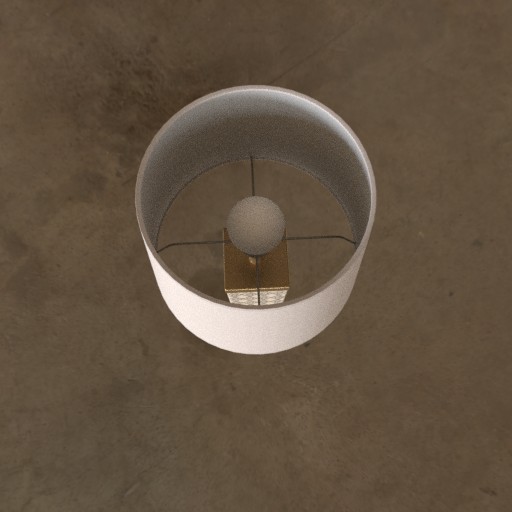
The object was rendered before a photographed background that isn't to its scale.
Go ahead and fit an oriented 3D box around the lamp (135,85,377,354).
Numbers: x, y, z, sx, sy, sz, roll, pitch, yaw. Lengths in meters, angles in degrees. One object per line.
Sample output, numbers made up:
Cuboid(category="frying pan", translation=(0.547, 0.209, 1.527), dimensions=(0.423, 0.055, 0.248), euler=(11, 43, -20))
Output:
Cuboid(category="lamp", translation=(0.000, 0.000, 0.575), dimensions=(0.251, 0.435, 0.251), euler=(0, 76, 0))
